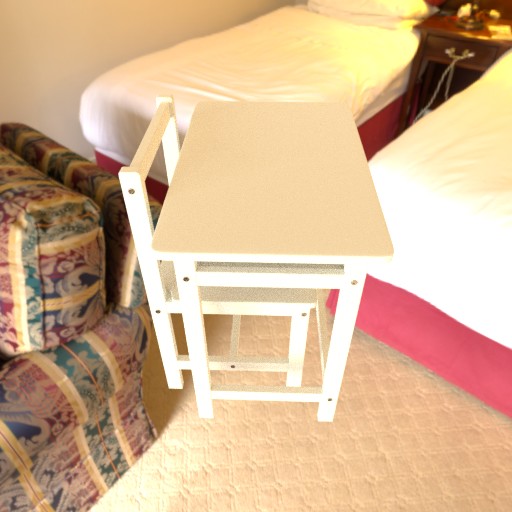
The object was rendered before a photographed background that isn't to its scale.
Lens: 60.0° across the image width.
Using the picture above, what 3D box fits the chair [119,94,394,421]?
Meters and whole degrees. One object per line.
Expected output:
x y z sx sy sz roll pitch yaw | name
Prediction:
0.000 0.000 1.102 0.461 0.673 0.599 1 42 1 | chair
